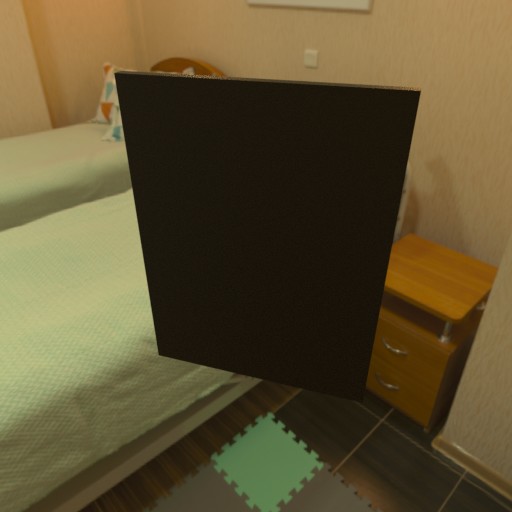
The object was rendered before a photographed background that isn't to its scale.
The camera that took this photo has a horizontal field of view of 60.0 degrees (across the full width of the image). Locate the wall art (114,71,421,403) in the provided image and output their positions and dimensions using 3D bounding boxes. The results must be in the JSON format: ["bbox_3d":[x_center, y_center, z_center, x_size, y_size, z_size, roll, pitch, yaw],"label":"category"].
[{"bbox_3d":[0.000,0.000,1.415,0.806,1.062,0.038,9,33,14],"label":"wall art"}]
